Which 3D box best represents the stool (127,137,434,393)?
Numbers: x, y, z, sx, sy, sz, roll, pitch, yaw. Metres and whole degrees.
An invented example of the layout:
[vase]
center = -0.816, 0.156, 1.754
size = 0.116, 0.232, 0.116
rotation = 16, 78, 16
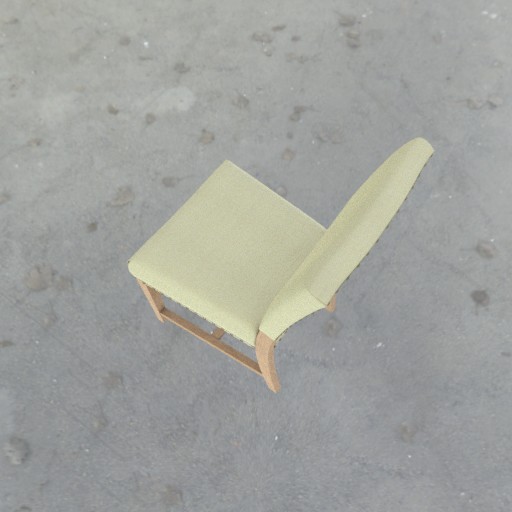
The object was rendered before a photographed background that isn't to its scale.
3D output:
[stool]
center = 0.000, 0.000, 1.341
size = 0.623, 0.986, 0.508
rotation = 33, 67, 16
